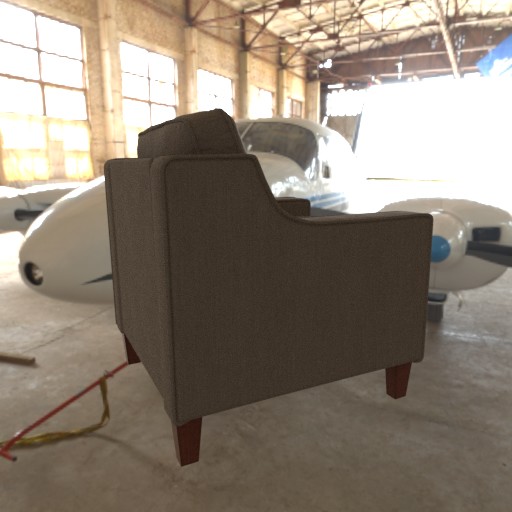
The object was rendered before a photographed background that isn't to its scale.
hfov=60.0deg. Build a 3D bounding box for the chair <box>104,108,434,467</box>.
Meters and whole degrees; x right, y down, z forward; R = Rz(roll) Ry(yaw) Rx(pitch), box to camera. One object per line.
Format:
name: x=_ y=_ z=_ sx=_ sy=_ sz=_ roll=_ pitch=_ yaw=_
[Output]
chair: x=0.000 y=0.000 z=1.627 sx=0.909 sy=0.960 sz=0.831 roll=-6 pitch=13 yaw=-26
